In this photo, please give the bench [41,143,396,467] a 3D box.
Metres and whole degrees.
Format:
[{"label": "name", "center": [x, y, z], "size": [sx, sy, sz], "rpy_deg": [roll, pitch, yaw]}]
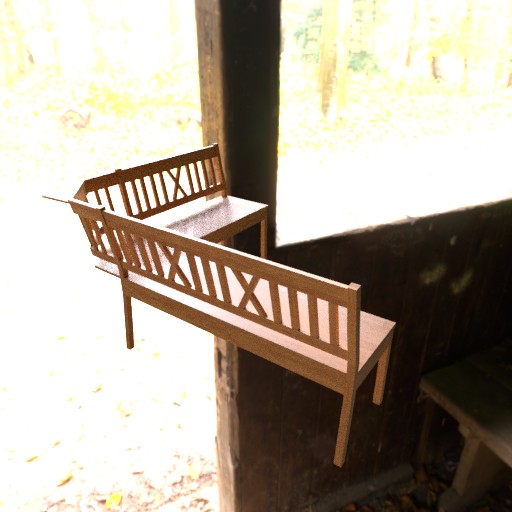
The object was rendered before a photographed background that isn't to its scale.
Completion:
[{"label": "bench", "center": [0.000, 0.000, 2.738], "size": [1.937, 0.902, 1.537], "rpy_deg": [17, 31, 32]}]
